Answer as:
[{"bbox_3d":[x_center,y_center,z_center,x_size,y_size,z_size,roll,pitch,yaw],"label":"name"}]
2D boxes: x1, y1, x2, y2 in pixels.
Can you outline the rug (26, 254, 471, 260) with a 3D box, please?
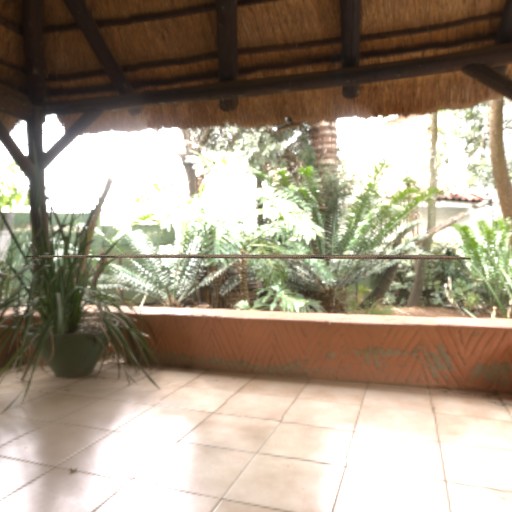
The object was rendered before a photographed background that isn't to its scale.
[{"bbox_3d":[0.000,0.000,2.980,2.423,0.008,1.513,0,1,18],"label":"rug"}]
